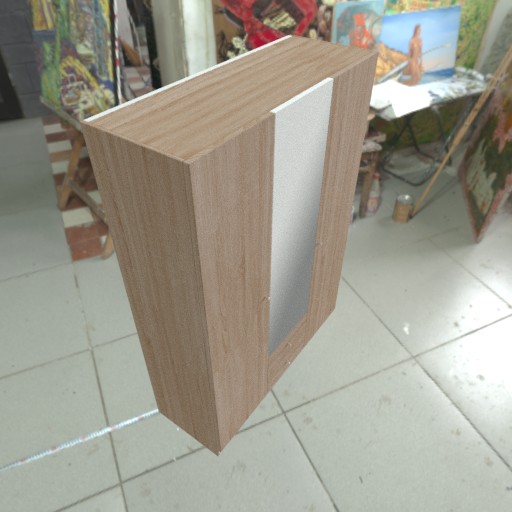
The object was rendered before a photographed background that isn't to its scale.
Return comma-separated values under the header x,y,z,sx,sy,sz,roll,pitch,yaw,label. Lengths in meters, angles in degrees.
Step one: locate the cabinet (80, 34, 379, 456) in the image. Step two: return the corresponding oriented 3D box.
x,y,z,sx,sy,sz,roll,pitch,yaw,label
0.000,0.000,2.728,0.590,2.120,1.500,25,47,26,cabinet
